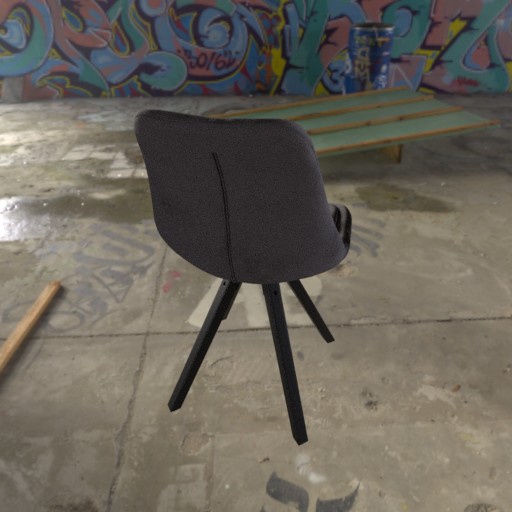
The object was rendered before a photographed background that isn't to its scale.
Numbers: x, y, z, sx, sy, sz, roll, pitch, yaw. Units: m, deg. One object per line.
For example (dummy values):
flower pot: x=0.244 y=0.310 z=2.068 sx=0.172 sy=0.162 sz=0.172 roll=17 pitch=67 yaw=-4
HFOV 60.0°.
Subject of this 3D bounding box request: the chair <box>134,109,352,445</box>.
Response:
chair: x=0.000 y=0.000 z=1.169 sx=0.476 sy=0.850 sz=0.550 roll=9 pitch=33 yaw=14
